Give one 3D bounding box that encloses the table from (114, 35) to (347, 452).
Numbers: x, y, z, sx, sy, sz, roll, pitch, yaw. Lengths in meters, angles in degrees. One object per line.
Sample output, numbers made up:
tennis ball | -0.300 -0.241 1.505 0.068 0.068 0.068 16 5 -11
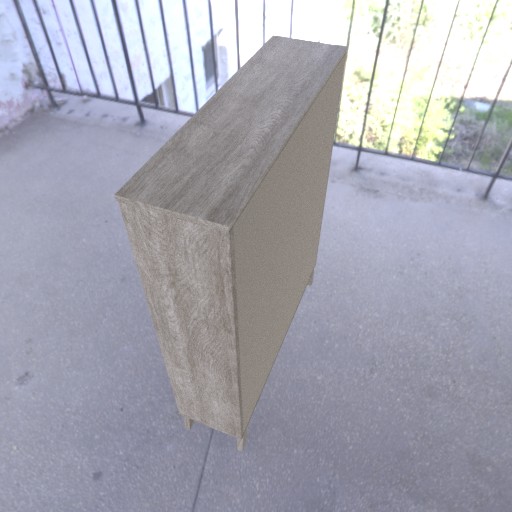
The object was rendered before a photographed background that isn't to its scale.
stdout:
table | 0.000 0.000 1.550 0.256 1.135 0.902 16 49 15
